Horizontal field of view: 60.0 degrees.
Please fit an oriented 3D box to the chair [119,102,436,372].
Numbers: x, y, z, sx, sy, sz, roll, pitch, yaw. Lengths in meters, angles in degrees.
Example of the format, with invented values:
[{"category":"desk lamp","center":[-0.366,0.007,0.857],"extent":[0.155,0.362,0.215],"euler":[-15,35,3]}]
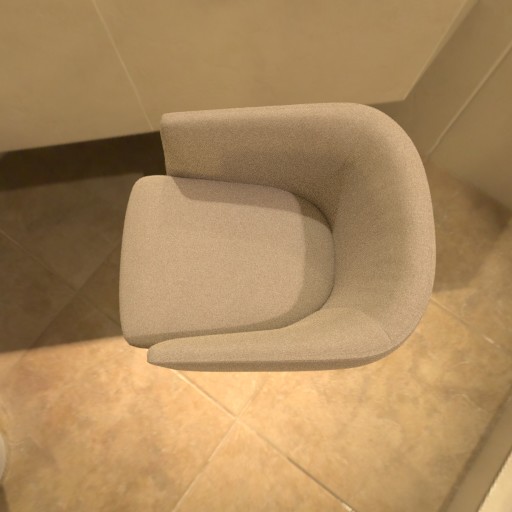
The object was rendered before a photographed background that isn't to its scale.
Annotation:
[{"category":"chair","center":[0.000,0.000,1.624],"extent":[0.986,0.861,0.822],"euler":[0,75,0]}]
